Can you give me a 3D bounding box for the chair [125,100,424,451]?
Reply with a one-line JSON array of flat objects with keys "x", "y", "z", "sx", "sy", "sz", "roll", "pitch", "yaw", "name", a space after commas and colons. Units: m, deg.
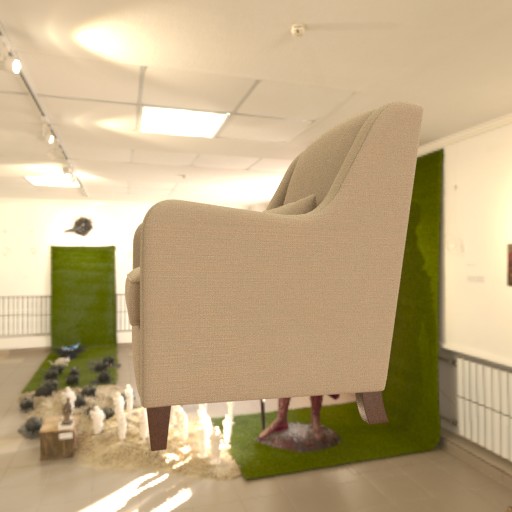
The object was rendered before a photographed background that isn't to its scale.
[{"x": 0.000, "y": 0.000, "z": 1.586, "sx": 0.896, "sy": 1.017, "sz": 0.715, "roll": 0, "pitch": 0, "yaw": -17, "name": "chair"}]
